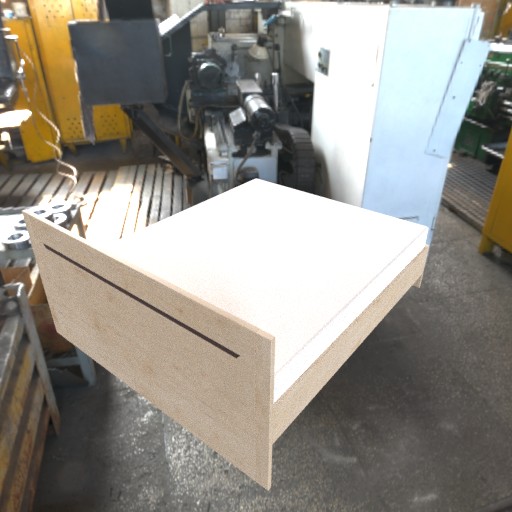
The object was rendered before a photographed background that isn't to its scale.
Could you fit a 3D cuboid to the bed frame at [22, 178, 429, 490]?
[{"bbox_3d":[0.000,0.000,2.999,1.800,0.900,2.080,22,37,33],"label":"bed frame"}]
